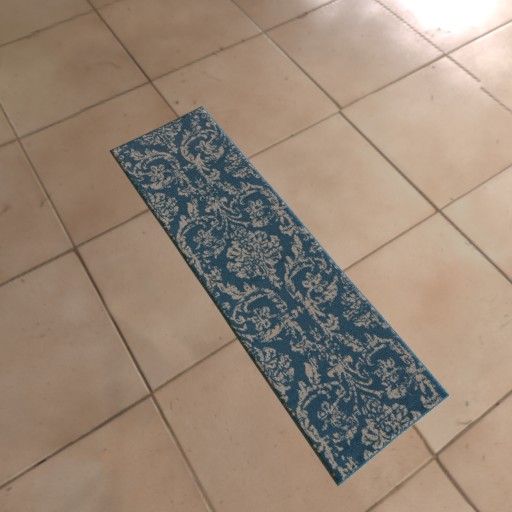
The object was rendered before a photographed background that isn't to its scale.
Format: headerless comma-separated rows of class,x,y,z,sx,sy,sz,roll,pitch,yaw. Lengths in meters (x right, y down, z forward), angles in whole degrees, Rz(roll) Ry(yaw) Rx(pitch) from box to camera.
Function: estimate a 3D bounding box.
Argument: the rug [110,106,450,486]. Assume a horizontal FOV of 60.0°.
rug,0.000,0.000,2.366,0.662,0.011,2.196,-31,67,-15
